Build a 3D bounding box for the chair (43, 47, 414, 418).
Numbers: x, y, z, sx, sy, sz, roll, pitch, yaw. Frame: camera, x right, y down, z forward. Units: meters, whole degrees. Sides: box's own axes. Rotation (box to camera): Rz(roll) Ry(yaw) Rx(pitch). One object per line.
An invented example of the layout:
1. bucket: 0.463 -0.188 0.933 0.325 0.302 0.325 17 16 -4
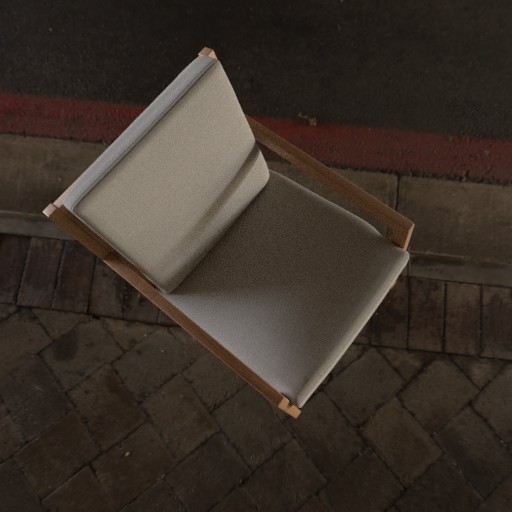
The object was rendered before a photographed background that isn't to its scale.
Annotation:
1. chair: 0.000 0.000 1.401 0.857 0.790 0.622 38 78 9
